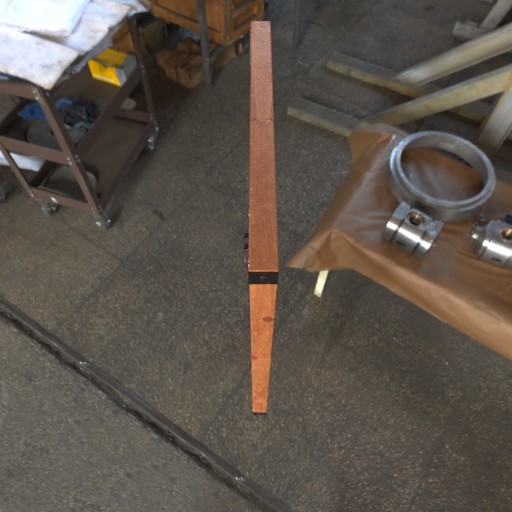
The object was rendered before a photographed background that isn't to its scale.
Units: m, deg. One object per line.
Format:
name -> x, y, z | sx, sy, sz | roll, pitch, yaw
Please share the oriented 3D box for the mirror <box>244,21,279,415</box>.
mirror -> 0.000, 0.000, 0.976 | 0.053, 0.761, 0.517 | 0, 58, 0
